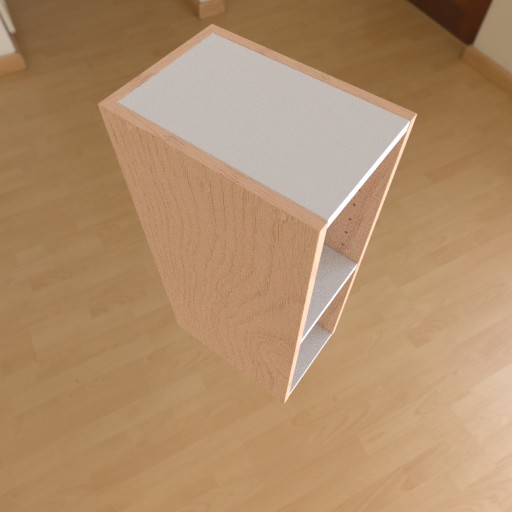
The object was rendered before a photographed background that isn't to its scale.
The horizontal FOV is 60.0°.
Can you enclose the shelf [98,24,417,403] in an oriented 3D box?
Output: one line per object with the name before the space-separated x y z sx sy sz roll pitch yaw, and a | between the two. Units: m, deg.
shelf | 0.000 0.000 0.738 0.290 0.600 0.200 32 63 19
